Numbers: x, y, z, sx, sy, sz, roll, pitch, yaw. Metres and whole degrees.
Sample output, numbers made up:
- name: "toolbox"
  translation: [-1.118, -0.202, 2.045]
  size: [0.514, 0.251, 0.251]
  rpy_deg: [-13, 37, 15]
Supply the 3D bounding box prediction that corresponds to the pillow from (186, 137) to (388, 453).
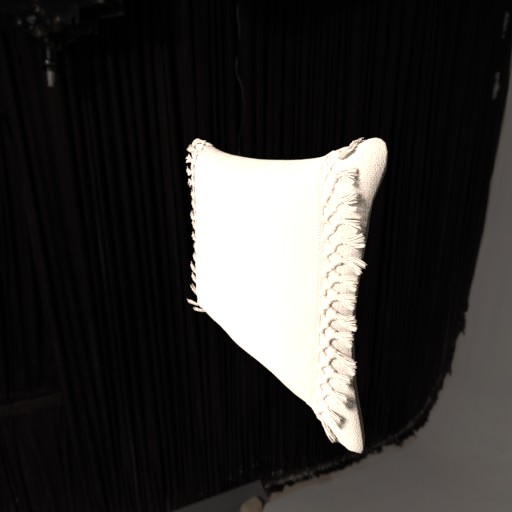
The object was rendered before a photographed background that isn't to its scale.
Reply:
- name: "pillow"
  translation: [0.000, 0.000, 0.589]
  size: [0.084, 0.305, 0.466]
  rpy_deg: [-7, 17, -25]
